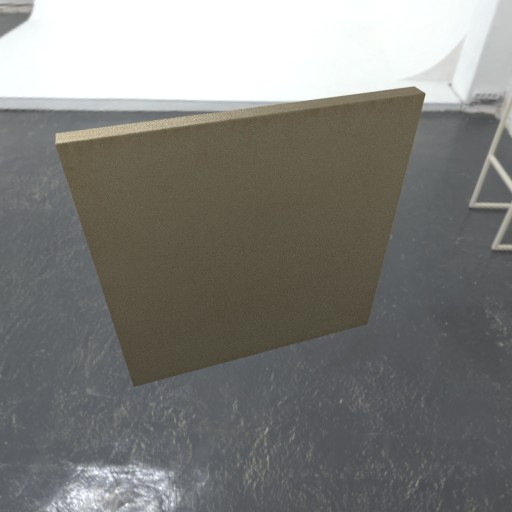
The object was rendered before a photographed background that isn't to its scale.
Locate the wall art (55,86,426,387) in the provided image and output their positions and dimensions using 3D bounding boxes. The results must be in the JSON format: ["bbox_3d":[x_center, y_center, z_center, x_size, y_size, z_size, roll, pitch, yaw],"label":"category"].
[{"bbox_3d":[0.000,0.000,0.752,0.503,0.506,0.030,-12,42,-14],"label":"wall art"}]
